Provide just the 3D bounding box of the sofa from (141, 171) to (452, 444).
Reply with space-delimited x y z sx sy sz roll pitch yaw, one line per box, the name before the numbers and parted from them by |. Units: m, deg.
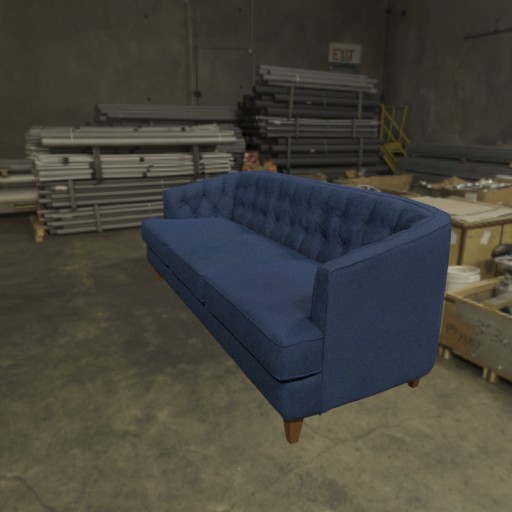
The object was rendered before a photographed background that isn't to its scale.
sofa | 0.000 0.000 2.663 0.941 0.855 2.278 -8 18 -25
